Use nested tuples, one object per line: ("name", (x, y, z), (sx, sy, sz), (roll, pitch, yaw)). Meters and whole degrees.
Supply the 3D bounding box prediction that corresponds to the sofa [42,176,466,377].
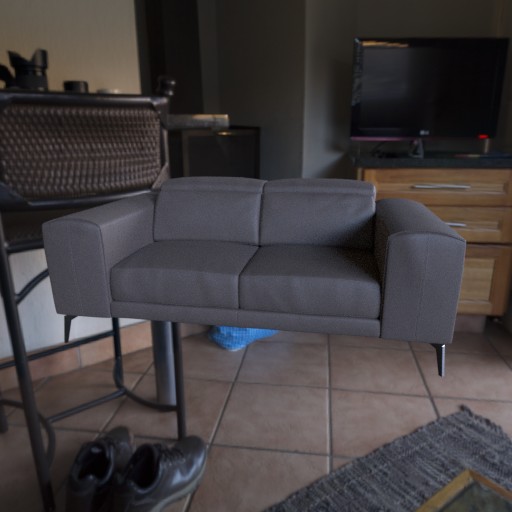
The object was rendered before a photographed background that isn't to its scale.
("sofa", (0.000, 0.000, 2.425), (1.895, 0.779, 1.003), (3, 15, 10))
